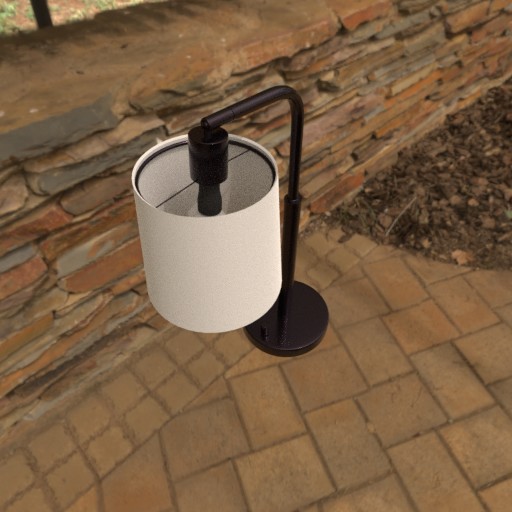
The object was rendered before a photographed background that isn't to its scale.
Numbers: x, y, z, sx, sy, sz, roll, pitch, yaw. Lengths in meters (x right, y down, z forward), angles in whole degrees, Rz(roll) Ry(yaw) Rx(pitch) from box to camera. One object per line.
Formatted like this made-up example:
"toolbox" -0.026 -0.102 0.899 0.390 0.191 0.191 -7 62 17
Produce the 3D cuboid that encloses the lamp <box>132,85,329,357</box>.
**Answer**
"lamp" 0.000 0.000 0.630 0.171 0.489 0.333 32 54 27
